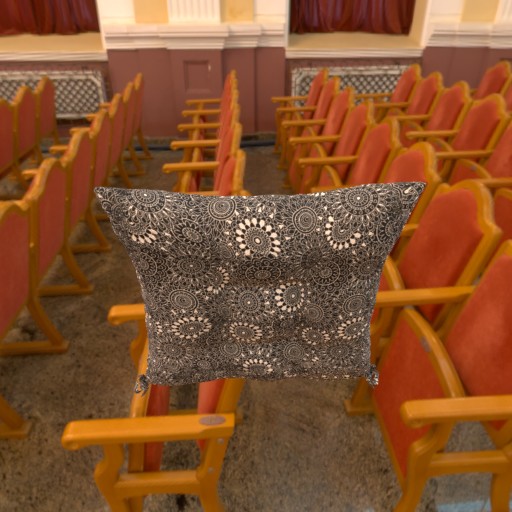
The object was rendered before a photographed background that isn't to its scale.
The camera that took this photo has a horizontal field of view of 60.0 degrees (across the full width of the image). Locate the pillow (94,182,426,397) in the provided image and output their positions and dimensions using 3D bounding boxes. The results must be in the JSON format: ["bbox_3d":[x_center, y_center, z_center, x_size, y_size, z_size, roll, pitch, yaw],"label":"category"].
[{"bbox_3d":[0.000,0.000,1.010,0.541,0.536,0.585,-1,30,-2],"label":"pillow"}]
